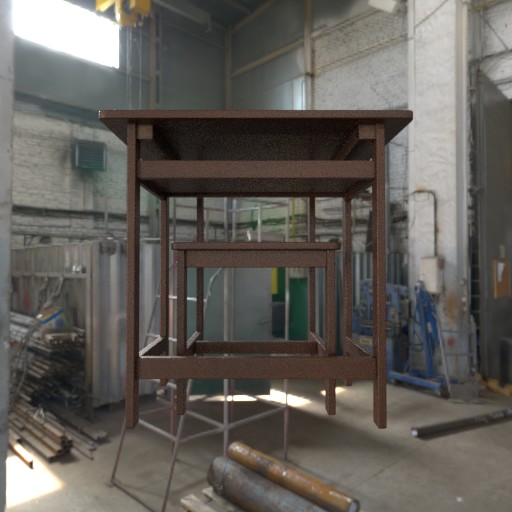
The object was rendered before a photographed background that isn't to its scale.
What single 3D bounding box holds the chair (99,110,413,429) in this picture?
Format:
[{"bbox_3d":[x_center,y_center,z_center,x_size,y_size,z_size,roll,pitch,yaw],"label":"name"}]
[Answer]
[{"bbox_3d":[0.000,0.000,1.057,0.599,0.673,0.463,0,-1,0],"label":"chair"}]
